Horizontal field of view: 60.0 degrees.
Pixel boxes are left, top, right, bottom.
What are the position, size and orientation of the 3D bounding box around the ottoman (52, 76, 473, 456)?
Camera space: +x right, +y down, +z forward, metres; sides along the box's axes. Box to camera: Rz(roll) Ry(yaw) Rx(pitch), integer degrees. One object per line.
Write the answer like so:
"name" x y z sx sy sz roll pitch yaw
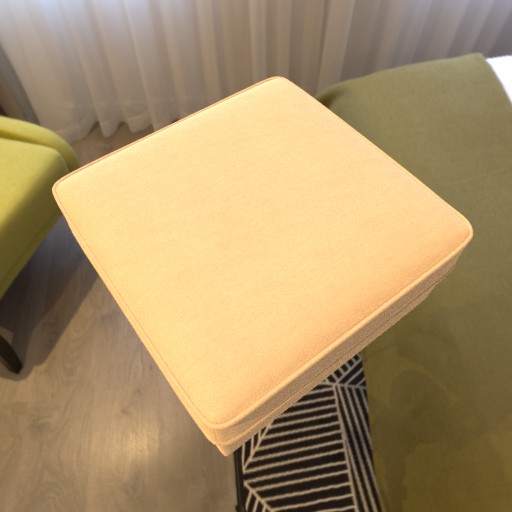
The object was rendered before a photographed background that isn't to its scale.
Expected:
"ottoman" 0.000 0.000 1.004 0.616 0.438 0.613 -32 63 -19
